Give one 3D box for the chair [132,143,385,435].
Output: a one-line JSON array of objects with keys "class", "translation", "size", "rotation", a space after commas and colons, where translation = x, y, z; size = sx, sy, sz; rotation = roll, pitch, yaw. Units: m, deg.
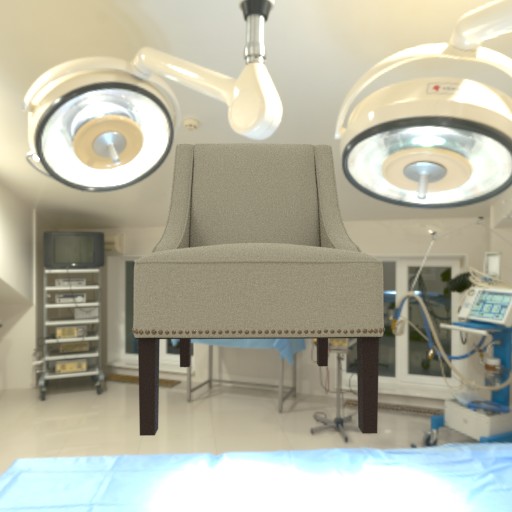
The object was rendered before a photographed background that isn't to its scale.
[{"class": "chair", "translation": [0.000, 0.000, 1.394], "size": [0.610, 0.864, 0.737], "rotation": [0, 0, -1]}]
